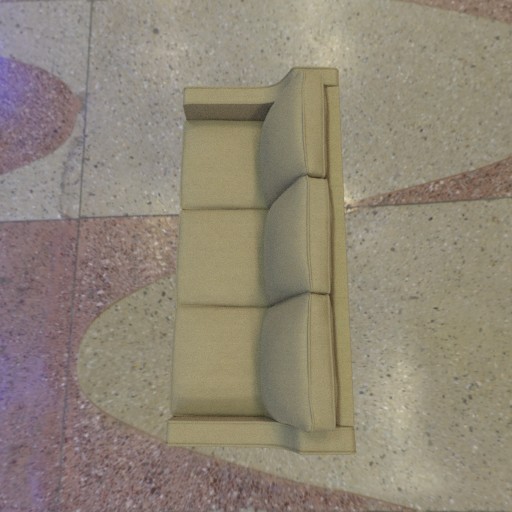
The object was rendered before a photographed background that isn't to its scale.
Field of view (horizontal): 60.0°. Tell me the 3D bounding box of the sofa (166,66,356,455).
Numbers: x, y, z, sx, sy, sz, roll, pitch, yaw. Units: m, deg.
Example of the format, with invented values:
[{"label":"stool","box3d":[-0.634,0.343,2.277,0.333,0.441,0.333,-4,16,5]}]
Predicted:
[{"label":"sofa","box3d":[0.000,0.000,2.536,0.911,0.974,1.986,0,76,0]}]
